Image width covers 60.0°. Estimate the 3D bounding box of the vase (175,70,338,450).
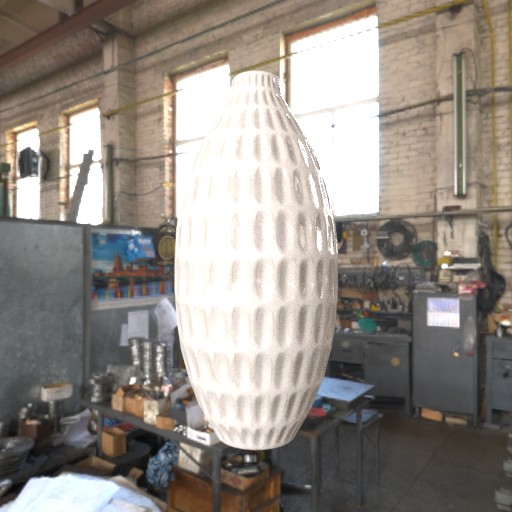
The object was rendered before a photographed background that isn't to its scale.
[{"bbox_3d":[0.000,0.000,0.352,0.127,0.282,0.127,0,-1,0],"label":"vase"}]
